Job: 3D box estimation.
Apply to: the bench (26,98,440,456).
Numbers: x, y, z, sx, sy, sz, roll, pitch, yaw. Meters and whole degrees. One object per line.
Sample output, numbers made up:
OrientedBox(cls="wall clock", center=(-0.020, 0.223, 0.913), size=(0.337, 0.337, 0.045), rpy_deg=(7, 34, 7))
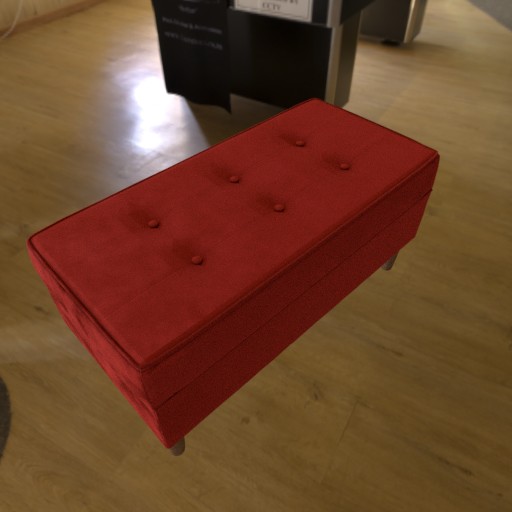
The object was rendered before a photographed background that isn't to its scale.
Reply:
OrientedBox(cls="bench", center=(0.000, 0.000, 1.272), size=(1.016, 0.471, 0.492), rpy_deg=(-34, 55, -29))
